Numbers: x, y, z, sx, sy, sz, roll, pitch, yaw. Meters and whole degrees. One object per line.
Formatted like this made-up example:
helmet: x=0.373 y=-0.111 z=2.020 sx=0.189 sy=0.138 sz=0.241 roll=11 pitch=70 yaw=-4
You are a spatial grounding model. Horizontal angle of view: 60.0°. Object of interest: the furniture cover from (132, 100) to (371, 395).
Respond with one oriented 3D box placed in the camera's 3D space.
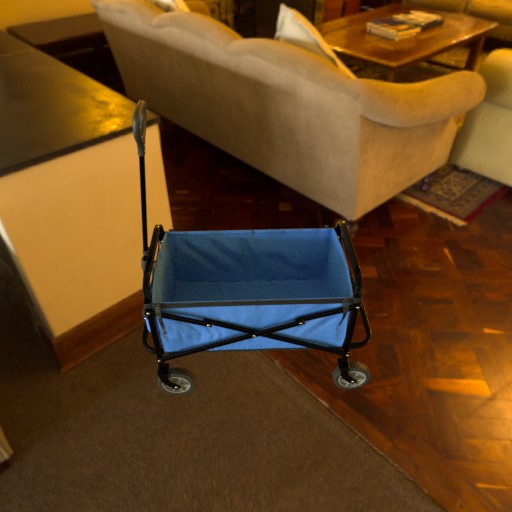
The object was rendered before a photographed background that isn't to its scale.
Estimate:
furniture cover: x=0.000 y=0.000 z=1.840 sx=1.038 sy=1.295 sz=0.532 roll=-1 pitch=41 yaw=-2
